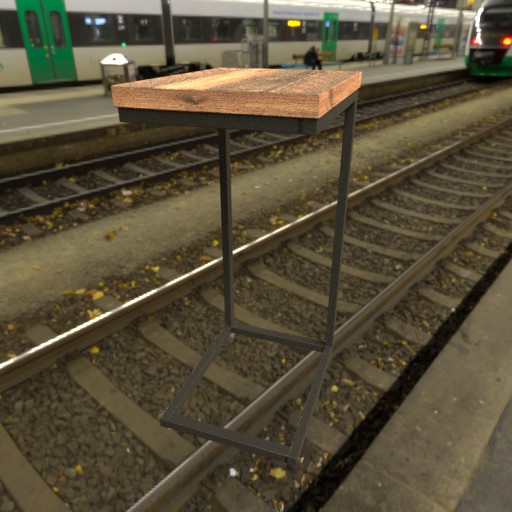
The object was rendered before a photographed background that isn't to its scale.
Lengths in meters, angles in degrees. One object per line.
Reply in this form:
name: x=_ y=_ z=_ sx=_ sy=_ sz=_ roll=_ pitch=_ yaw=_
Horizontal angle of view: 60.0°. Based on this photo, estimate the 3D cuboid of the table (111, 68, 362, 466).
table: x=0.000 y=0.000 z=0.957 sx=0.323 sy=0.718 sz=0.414 roll=9 pitch=28 yaw=17
